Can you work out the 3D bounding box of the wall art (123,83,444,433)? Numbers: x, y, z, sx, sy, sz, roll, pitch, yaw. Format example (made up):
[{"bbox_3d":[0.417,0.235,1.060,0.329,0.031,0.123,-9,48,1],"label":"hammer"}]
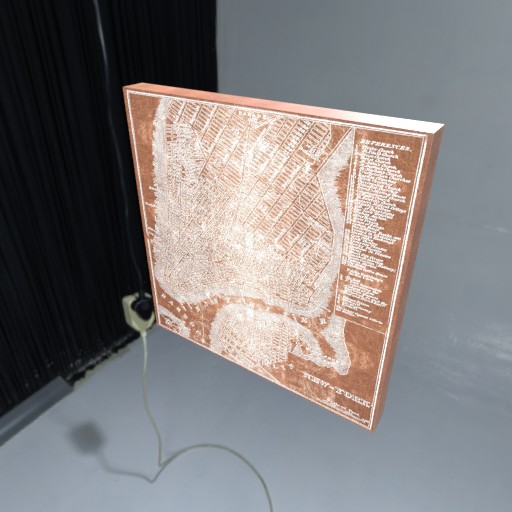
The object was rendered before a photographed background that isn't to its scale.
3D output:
[{"bbox_3d":[0.000,0.000,0.602,0.403,0.403,0.035,19,36,29],"label":"wall art"}]
